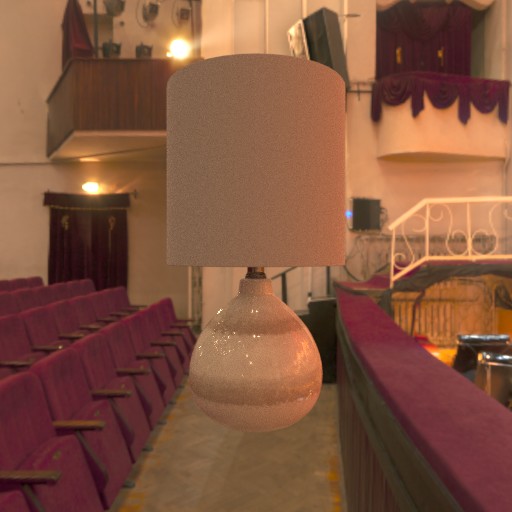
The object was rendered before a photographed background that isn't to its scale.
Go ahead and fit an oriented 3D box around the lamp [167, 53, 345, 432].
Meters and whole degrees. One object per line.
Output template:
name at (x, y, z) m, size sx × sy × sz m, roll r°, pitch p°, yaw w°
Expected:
lamp at (0.000, 0.000, 0.549) m, size 0.217 × 0.404 × 0.217 m, roll 0°, pitch 0°, yaw 0°
